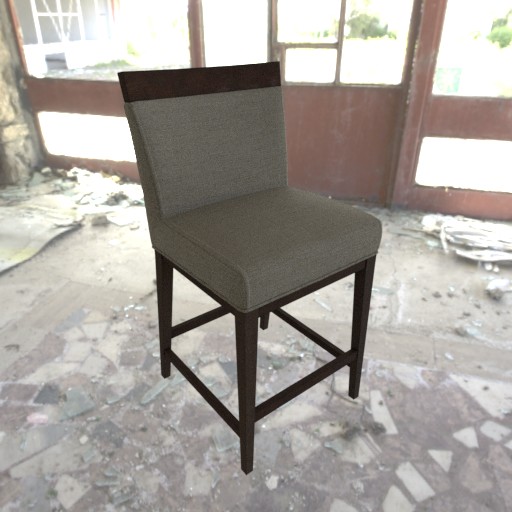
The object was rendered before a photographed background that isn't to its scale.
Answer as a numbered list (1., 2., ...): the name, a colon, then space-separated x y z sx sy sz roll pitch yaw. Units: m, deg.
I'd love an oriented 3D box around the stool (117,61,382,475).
1. stool: 0.000 0.000 1.308 0.512 1.009 0.531 -20 34 -33
